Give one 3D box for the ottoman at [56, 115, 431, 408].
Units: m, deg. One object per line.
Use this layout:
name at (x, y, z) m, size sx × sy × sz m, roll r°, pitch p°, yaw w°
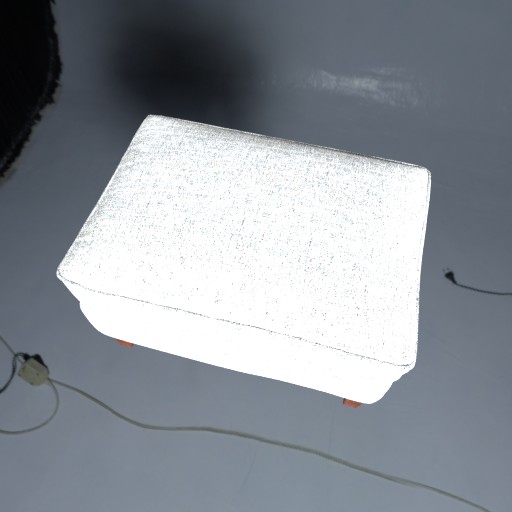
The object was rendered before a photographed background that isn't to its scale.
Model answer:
ottoman at (0.000, 0.000, 1.019) m, size 0.686 × 0.406 × 0.508 m, roll 13°, pitch 60°, yaw 8°
